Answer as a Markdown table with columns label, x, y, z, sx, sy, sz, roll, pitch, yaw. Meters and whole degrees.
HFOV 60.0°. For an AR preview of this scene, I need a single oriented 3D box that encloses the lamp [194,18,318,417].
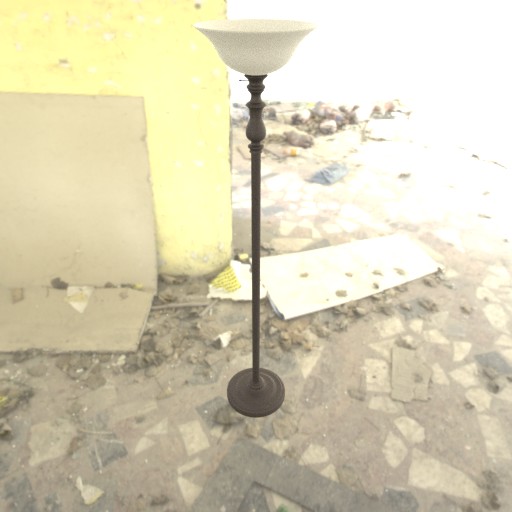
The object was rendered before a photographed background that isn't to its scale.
| label | x | y | z | sx | sy | sz | roll | pitch | yaw |
| --- | --- | --- | --- | --- | --- | --- | --- | --- | --- |
| lamp | 0.000 | 0.000 | 1.931 | 0.405 | 1.797 | 0.405 | 10 | 34 | 15 |
